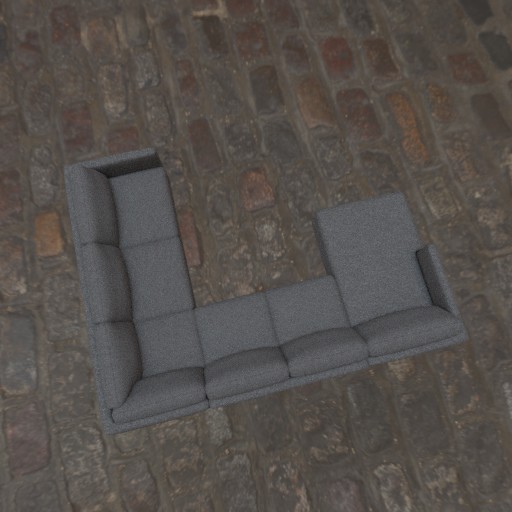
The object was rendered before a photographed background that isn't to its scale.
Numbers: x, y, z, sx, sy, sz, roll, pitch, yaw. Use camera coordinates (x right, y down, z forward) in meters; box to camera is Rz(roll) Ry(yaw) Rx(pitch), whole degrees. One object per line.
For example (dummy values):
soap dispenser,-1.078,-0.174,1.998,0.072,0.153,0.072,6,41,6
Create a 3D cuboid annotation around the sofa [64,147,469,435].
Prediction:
sofa,0.000,0.000,4.315,3.238,0.853,2.551,-14,76,-4
